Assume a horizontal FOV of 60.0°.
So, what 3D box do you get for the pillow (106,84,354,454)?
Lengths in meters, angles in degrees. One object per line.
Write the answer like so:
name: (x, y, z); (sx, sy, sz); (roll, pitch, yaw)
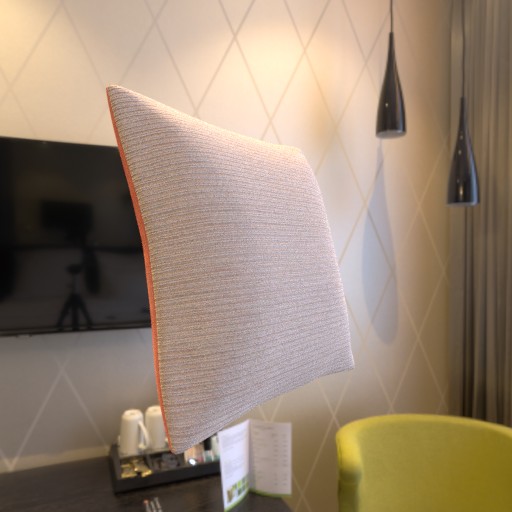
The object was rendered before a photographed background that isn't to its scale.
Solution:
pillow: (0.000, 0.000, 0.647); (0.177, 0.401, 0.424); (1, 1, 37)
